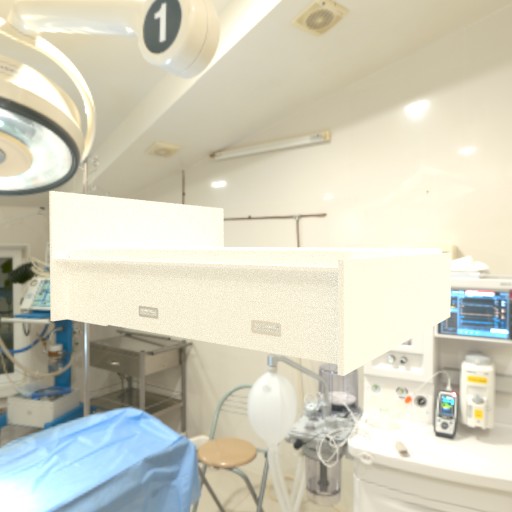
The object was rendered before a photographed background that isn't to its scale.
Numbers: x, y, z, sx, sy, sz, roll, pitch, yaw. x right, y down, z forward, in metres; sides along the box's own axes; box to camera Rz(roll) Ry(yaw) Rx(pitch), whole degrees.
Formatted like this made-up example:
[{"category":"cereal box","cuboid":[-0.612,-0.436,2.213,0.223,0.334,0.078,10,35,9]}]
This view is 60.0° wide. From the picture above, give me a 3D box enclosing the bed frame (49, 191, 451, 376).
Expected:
[{"category":"bed frame","cuboid":[0.000,0.000,2.808,1.960,0.800,1.622,1,2,36]}]
